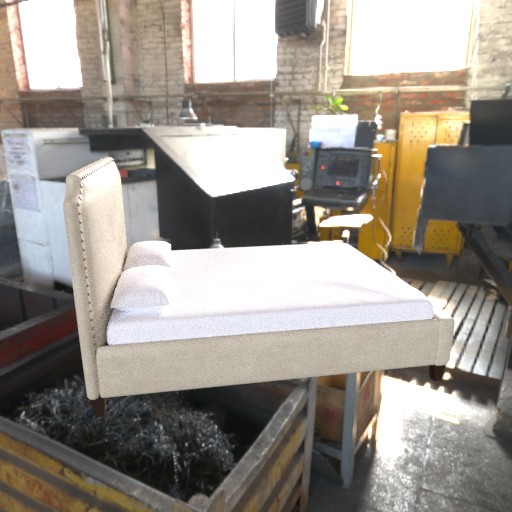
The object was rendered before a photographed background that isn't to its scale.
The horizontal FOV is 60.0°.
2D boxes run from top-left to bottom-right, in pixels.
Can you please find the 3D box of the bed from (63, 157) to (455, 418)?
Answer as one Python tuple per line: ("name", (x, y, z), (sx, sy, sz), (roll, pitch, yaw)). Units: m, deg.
("bed", (0.000, 0.000, 3.425), (2.372, 1.443, 1.712), (-3, 17, -10))
